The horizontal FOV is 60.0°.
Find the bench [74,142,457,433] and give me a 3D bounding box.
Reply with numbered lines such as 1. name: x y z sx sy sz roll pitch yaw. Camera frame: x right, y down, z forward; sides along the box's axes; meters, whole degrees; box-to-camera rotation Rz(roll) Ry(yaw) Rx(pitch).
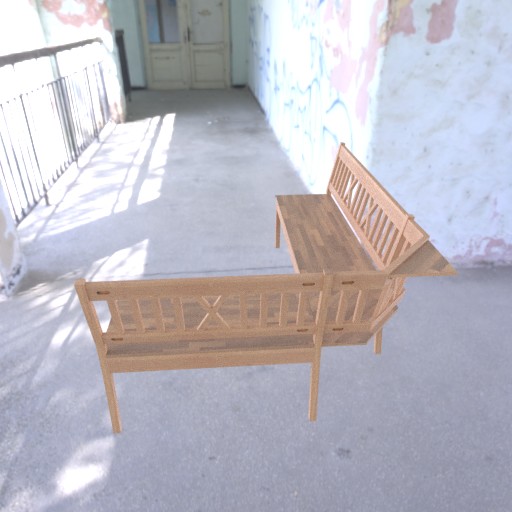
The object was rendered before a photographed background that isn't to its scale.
1. bench: 0.000 0.000 2.799 1.537 0.902 1.937 -2 29 -4
